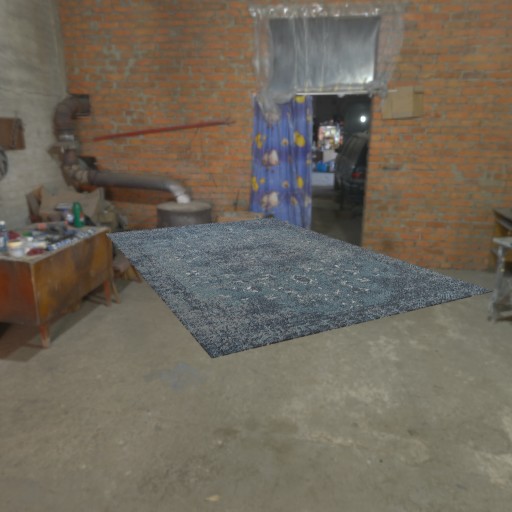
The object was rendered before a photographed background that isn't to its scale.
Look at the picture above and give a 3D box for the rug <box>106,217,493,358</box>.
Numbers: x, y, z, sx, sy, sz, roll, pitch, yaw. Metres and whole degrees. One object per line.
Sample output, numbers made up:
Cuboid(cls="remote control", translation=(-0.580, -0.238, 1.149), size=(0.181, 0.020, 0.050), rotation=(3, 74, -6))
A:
Cuboid(cls="rug", translation=(0.000, 0.000, 2.310), size=(1.219, 0.005, 1.828), rotation=(-8, 17, -26))
